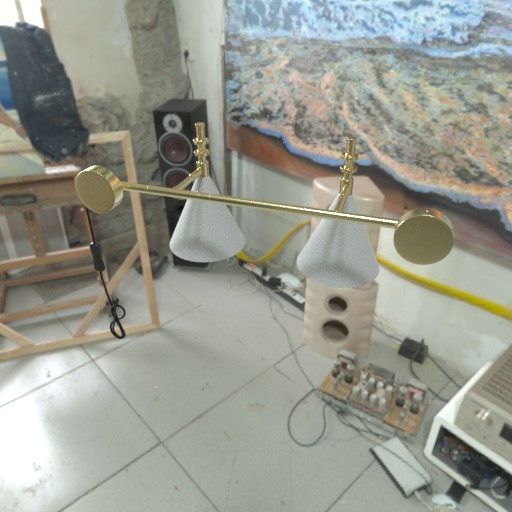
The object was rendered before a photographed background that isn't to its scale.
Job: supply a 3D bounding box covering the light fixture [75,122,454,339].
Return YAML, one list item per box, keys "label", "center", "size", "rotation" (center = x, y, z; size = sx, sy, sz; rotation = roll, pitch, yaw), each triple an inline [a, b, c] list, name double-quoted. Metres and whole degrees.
- label: "light fixture"
  center: [0.000, 0.000, 0.858]
  size: [0.642, 0.468, 0.239]
  rotation: [10, 33, 16]
